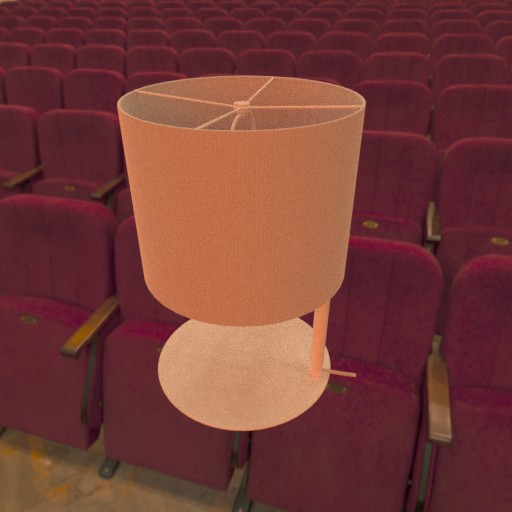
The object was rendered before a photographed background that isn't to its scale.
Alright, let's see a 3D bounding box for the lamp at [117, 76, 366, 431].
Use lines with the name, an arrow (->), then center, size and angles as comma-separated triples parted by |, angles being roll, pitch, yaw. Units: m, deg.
lamp -> 0.000, 0.000, 0.661 | 0.341, 0.454, 0.299 | 9, 33, 14
